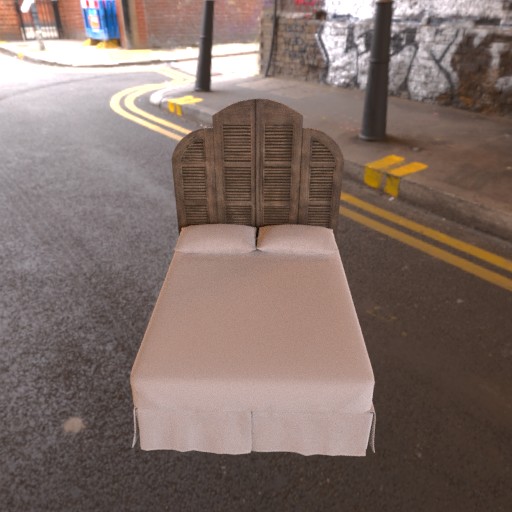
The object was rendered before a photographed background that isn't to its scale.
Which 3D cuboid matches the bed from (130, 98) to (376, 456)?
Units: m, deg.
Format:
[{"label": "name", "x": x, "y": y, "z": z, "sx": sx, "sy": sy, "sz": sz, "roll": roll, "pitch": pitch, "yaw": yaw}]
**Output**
[{"label": "bed", "x": 0.000, "y": 0.000, "z": 3.514, "sx": 1.713, "sy": 2.019, "sz": 2.138, "roll": 1, "pitch": 30, "yaw": 1}]
